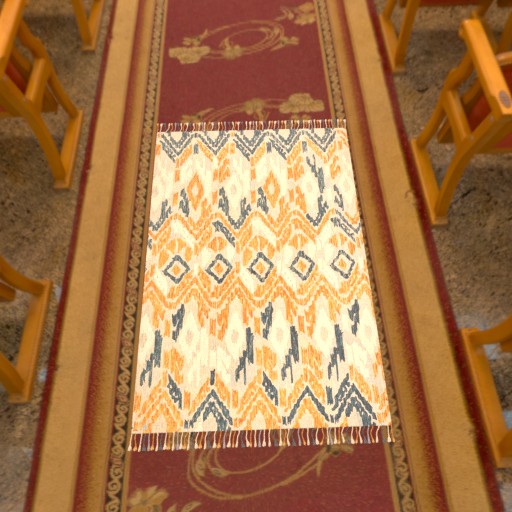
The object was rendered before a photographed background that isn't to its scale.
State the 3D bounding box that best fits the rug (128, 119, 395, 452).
[{"bbox_3d":[0.000,0.000,3.055,1.533,0.010,2.428,-2,64,-1],"label":"rug"}]
